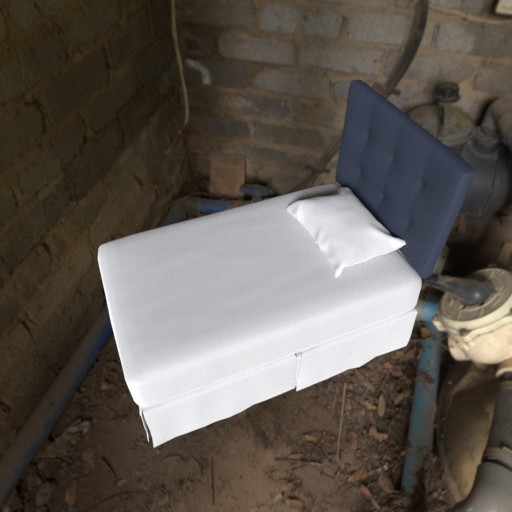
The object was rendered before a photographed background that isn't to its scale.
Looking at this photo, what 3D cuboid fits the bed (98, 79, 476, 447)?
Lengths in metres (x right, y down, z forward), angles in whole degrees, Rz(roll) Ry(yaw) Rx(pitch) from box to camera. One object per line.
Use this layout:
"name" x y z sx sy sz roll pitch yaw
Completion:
"bed" 0.000 0.000 2.907 1.997 1.571 1.261 -17 49 -15
